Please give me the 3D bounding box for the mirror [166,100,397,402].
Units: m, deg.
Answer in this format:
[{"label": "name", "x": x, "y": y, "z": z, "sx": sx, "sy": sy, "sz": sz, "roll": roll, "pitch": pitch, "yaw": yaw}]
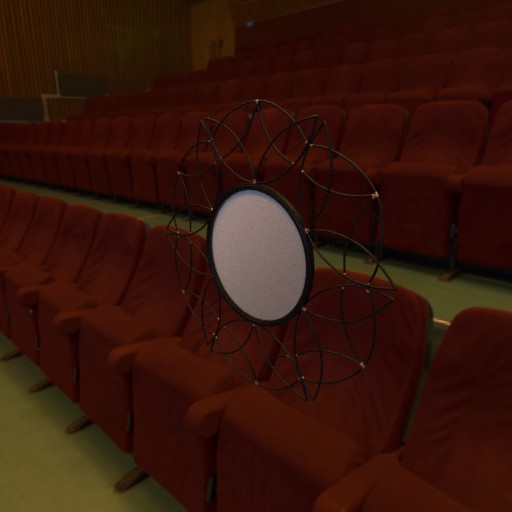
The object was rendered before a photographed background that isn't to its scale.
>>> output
[{"label": "mirror", "x": 0.000, "y": 0.000, "z": 1.164, "sx": 0.797, "sy": 0.775, "sz": 0.028, "roll": 15, "pitch": 22, "yaw": 42}]
